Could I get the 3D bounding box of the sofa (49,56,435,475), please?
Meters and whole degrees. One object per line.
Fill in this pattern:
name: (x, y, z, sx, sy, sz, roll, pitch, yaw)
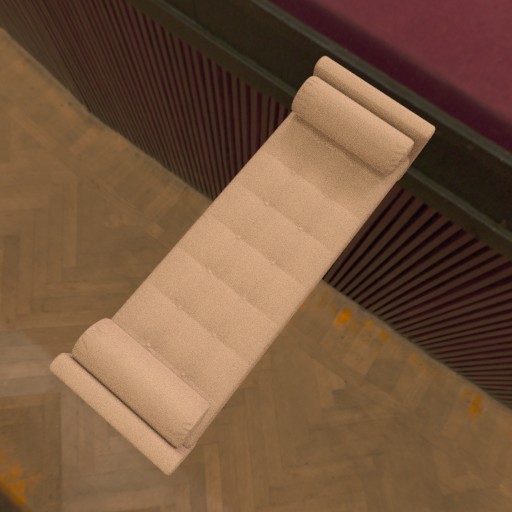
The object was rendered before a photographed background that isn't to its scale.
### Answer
sofa: (0.000, 0.000, 2.294, 0.686, 0.635, 1.981, 37, 78, 9)
